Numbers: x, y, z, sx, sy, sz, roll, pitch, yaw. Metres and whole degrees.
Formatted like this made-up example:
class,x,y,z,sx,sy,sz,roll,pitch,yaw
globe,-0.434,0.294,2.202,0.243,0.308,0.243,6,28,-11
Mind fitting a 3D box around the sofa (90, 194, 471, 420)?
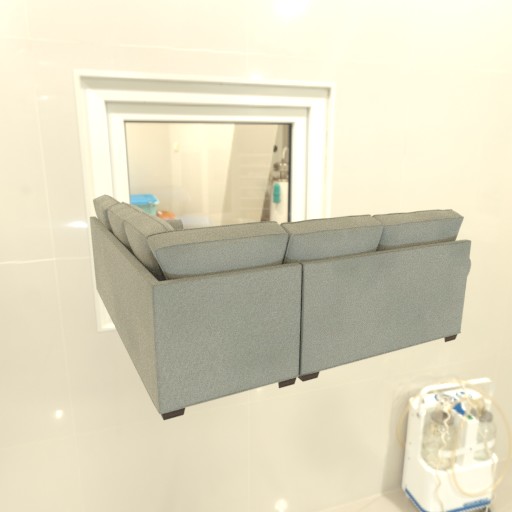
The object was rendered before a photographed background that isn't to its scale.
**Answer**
class,x,y,z,sx,sy,sz,roll,pitch,yaw
sofa,0.000,0.000,3.958,2.487,1.053,2.562,-7,16,-26
